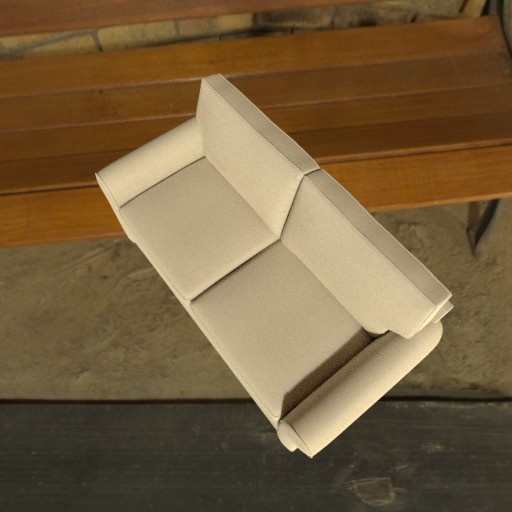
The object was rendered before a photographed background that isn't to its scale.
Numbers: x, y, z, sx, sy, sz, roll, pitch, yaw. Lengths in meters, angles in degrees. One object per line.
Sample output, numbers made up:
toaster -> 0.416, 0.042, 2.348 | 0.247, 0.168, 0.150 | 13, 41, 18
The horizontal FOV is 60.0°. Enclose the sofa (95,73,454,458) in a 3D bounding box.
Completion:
sofa -> 0.000, 0.000, 2.271 | 0.861, 0.933, 1.774 | -35, 68, -16
